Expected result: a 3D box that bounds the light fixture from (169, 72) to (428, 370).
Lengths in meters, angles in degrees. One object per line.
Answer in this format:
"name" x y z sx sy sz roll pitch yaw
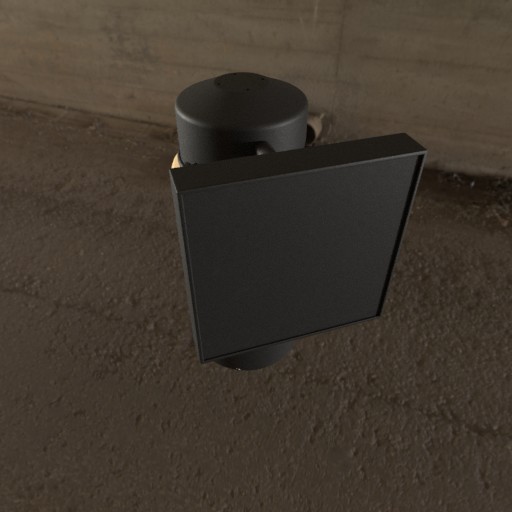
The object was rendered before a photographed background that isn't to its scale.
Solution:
"light fixture" 0.000 0.000 0.359 0.130 0.257 0.176 -12 42 -13
